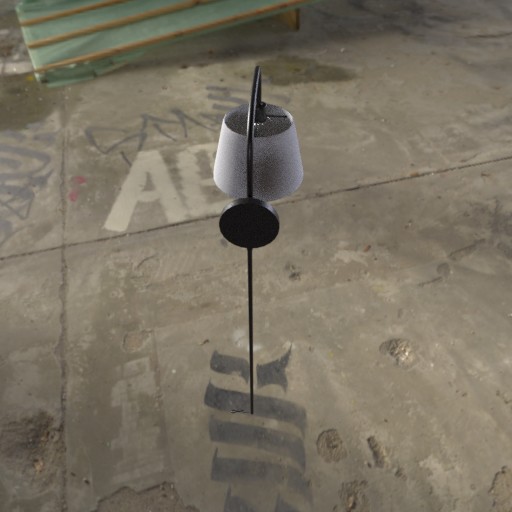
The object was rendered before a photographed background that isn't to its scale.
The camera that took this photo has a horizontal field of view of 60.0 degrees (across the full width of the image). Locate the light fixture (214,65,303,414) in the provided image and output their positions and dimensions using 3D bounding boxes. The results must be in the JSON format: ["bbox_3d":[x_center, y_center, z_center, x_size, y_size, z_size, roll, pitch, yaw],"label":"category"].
[{"bbox_3d":[0.000,0.000,0.481,0.092,0.399,0.176,2,46,2],"label":"light fixture"}]
